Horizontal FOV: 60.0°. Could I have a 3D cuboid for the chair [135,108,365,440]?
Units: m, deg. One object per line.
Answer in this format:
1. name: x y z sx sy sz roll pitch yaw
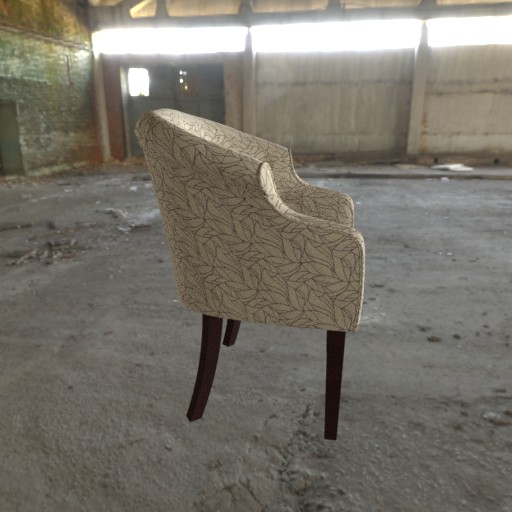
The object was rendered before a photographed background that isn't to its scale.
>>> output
1. chair: 0.000 0.000 1.357 0.613 0.858 0.686 3 17 9
